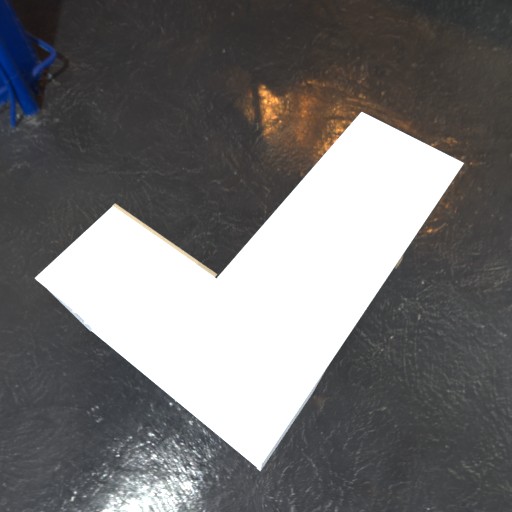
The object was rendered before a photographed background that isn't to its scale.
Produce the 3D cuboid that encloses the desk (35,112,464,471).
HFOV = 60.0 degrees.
[{"bbox_3d":[0.000,0.000,2.054,1.098,0.755,1.404,33,67,16],"label":"desk"}]
